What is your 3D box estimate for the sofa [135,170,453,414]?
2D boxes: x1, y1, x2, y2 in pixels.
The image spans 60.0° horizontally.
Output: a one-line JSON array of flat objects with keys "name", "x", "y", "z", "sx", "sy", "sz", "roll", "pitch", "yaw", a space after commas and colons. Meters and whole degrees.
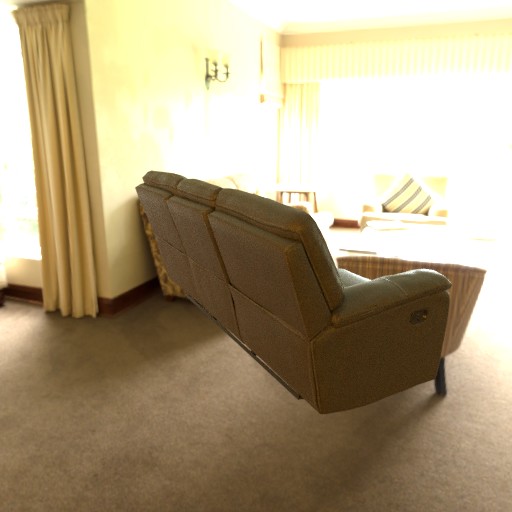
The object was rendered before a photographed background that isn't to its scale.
[{"name": "sofa", "x": 0.000, "y": 0.000, "z": 3.215, "sx": 1.104, "sy": 1.134, "sz": 2.627, "roll": -8, "pitch": 17, "yaw": -27}]
